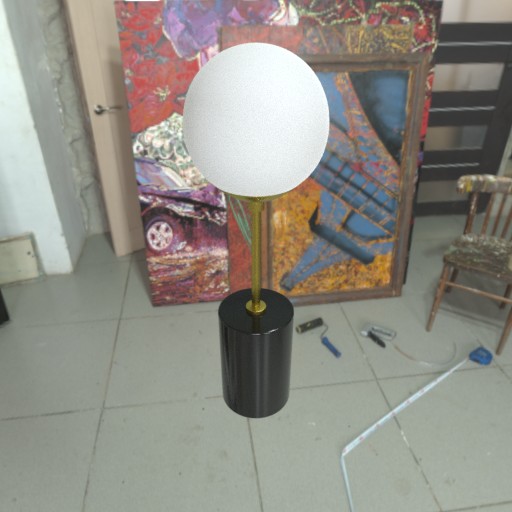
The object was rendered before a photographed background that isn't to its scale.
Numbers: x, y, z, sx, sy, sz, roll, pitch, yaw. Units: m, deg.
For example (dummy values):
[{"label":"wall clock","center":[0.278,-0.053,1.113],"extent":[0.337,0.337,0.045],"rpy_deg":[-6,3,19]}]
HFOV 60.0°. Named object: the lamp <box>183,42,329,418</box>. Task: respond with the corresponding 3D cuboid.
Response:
[{"label":"lamp","center":[0.000,0.000,0.552],"extent":[0.153,0.480,0.153],"rpy_deg":[0,31,0]}]
